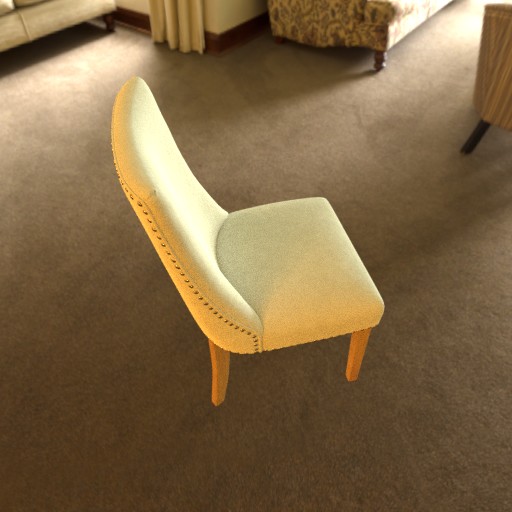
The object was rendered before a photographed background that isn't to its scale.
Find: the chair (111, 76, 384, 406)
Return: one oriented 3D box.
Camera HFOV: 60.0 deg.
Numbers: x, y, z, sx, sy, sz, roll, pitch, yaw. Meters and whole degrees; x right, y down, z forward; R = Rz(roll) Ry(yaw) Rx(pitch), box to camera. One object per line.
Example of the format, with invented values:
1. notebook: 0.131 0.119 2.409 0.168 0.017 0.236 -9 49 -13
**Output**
1. chair: 0.000 0.000 1.263 0.610 0.902 0.495 -10 47 -9
